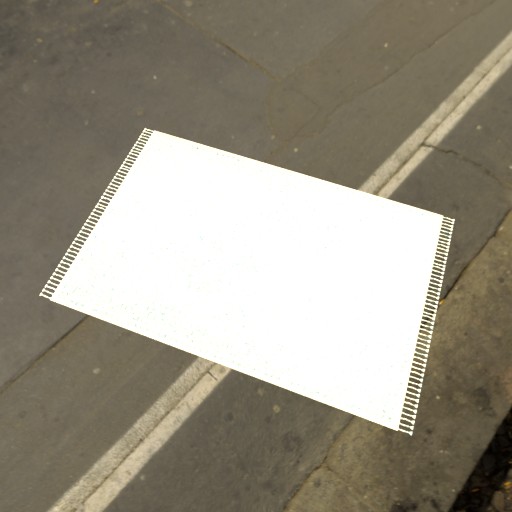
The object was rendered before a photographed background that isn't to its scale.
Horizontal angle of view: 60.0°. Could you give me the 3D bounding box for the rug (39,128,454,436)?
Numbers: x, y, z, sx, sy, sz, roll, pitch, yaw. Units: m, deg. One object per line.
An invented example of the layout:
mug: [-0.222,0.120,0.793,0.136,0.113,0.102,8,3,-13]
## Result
rug: [0.000,0.000,3.010,2.438,0.010,1.524,18,65,9]
